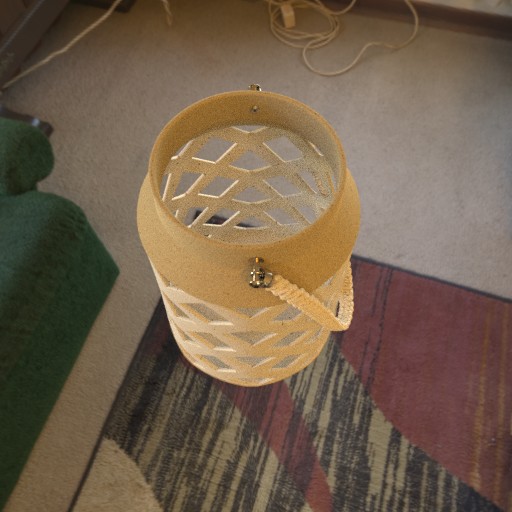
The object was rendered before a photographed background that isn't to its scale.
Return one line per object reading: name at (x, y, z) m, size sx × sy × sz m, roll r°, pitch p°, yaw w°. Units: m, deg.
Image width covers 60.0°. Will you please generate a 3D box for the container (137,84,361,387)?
container at (0.000, 0.000, 0.344) m, size 0.172 × 0.229 × 0.163 m, roll 0°, pitch 63°, yaw 0°
